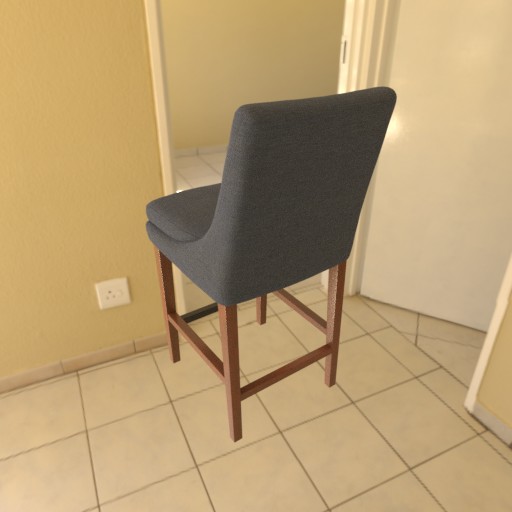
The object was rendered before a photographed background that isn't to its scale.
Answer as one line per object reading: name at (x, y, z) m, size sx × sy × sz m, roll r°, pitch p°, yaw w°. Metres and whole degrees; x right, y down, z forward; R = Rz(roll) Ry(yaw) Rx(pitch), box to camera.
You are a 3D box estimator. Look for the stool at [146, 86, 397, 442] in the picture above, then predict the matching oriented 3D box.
stool at (0.000, 0.000, 1.319) m, size 0.470 × 0.981 × 0.577 m, roll -19°, pitch 35°, yaw -30°
